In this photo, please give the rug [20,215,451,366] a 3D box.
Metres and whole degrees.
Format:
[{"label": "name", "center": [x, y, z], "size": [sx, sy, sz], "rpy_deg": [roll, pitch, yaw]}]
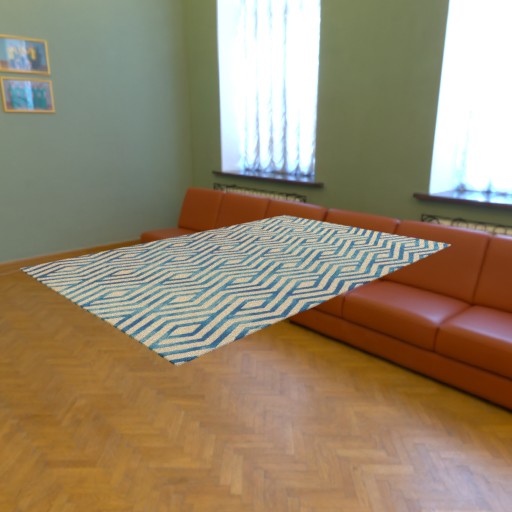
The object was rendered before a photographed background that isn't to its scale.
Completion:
[{"label": "rug", "center": [0.000, 0.000, 2.233], "size": [1.225, 0.008, 1.830], "rpy_deg": [15, 22, 43]}]
